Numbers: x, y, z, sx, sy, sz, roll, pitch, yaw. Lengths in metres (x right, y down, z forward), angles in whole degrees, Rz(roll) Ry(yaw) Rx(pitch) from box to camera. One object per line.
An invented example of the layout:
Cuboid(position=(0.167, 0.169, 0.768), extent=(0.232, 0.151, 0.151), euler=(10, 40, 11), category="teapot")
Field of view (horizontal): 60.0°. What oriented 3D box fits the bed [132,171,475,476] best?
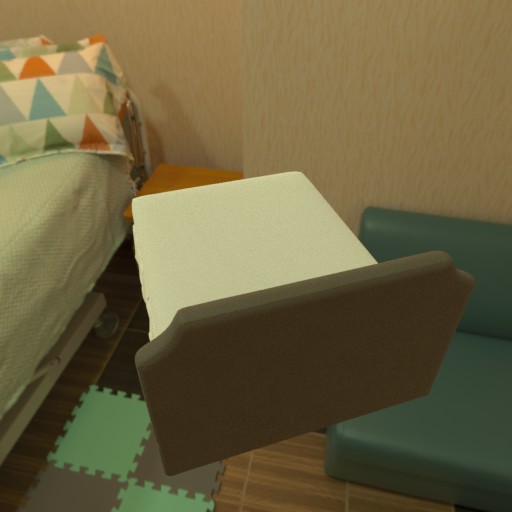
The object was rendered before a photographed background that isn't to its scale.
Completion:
Cuboid(position=(0.000, 0.000, 3.234), extent=(1.831, 1.297, 2.181), euler=(-12, 41, -14), category="bed")
